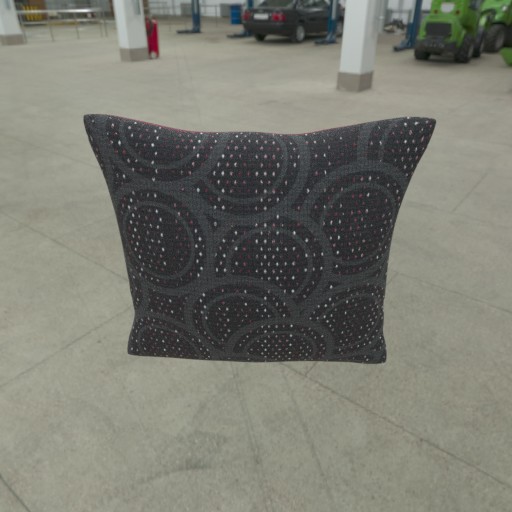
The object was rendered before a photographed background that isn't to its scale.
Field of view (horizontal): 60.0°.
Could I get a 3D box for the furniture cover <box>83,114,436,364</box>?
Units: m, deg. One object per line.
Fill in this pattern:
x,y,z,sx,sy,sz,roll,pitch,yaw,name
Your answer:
0.000,0.000,0.817,0.552,0.509,0.193,1,31,2,furniture cover
